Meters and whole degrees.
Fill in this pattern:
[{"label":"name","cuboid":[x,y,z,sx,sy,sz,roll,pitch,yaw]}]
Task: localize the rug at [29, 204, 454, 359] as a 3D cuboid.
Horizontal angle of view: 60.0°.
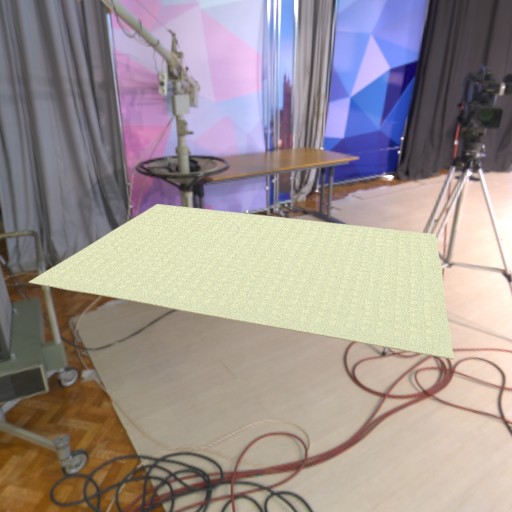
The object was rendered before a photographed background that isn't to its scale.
[{"label":"rug","cuboid":[0.000,0.000,2.210,1.747,0.006,1.143,8,26,16]}]
